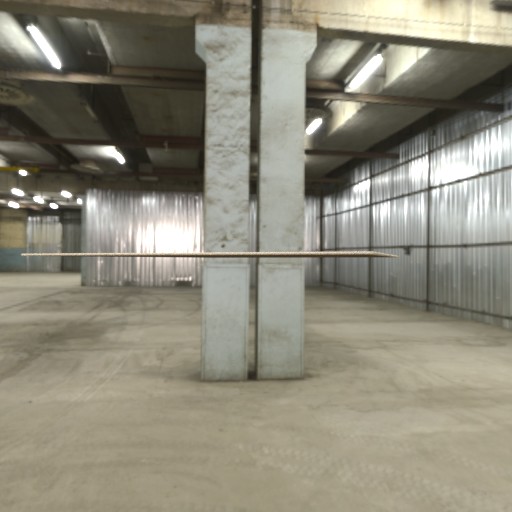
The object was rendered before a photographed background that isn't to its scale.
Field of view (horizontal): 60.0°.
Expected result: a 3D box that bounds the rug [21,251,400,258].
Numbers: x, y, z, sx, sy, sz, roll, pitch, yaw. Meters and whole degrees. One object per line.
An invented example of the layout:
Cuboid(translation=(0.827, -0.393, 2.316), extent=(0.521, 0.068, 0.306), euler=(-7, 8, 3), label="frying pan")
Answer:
Cuboid(translation=(0.000, 0.000, 4.153), extent=(2.441, 0.015, 3.050), euler=(0, -1, 20), label="rug")
